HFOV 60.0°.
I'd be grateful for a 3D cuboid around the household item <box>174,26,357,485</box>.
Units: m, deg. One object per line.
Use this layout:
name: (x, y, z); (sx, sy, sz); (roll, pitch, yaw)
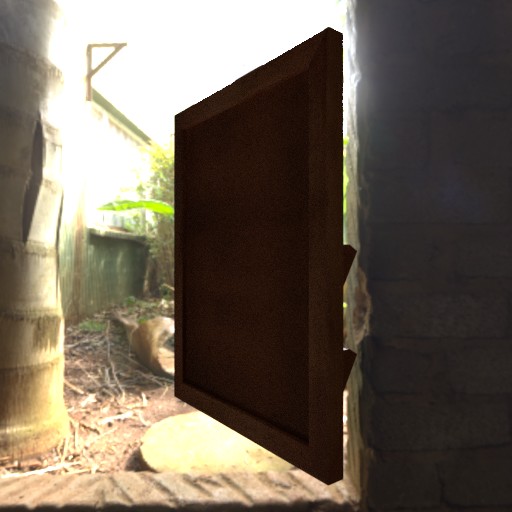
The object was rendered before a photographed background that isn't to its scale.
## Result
household item: (0.000, 0.000, 0.536); (0.067, 0.407, 0.310); (0, 0, -36)
